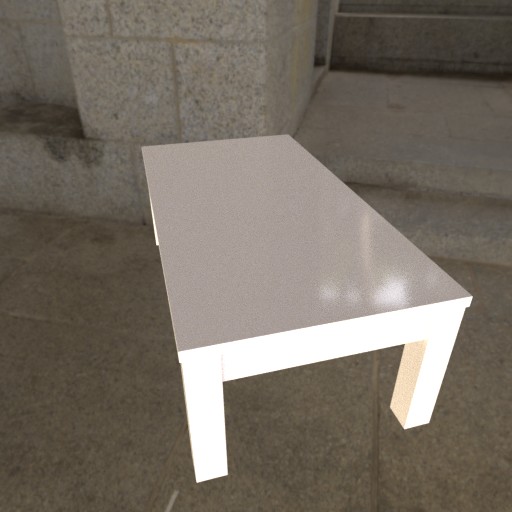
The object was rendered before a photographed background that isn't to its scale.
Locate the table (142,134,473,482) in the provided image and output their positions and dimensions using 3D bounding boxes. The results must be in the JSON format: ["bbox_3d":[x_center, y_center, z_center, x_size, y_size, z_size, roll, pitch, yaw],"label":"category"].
[{"bbox_3d":[0.000,0.000,1.653,0.700,0.470,1.350,-8,33,-13],"label":"table"}]
